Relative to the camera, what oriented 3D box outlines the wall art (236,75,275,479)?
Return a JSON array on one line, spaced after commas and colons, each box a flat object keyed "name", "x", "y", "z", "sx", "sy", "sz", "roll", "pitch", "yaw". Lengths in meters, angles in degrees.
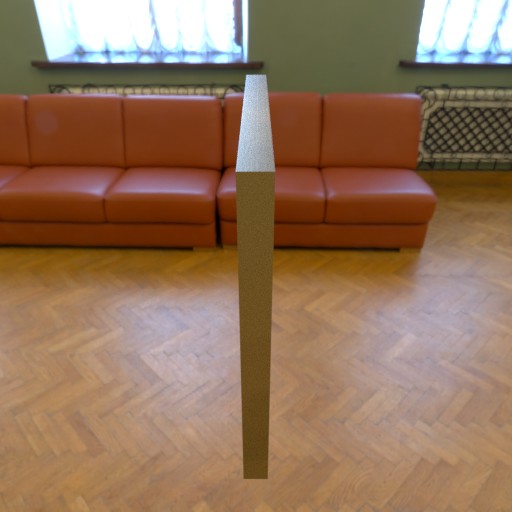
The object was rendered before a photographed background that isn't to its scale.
[{"name": "wall art", "x": 0.000, "y": 0.000, "z": 0.776, "sx": 0.038, "sy": 0.508, "sz": 0.507, "roll": 0, "pitch": 32, "yaw": 0}]
